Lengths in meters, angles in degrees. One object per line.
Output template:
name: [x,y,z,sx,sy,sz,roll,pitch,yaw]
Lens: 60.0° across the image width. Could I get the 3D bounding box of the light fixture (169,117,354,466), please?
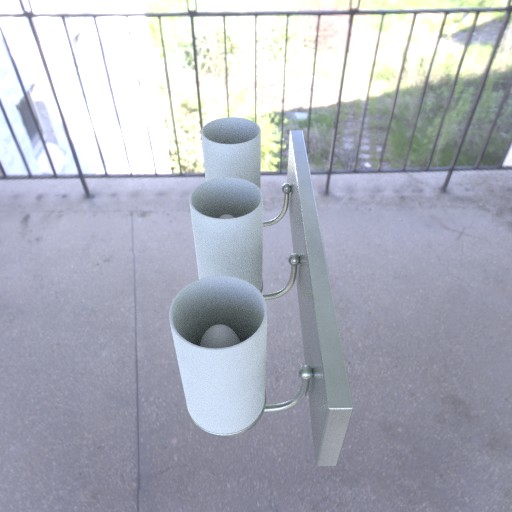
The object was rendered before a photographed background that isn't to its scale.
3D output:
light fixture: [0.000,0.000,0.534,0.145,0.172,0.451,0,42,0]
